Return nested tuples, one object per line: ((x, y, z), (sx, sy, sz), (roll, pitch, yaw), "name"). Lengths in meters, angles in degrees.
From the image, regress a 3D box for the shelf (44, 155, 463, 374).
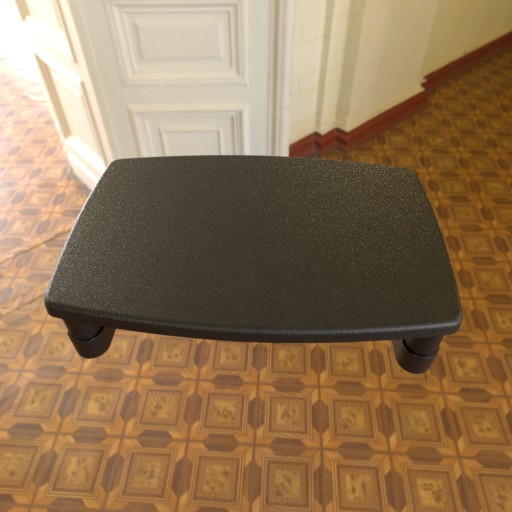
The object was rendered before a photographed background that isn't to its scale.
((0.000, 0.000, 0.525), (0.410, 0.100, 0.280), (2, 46, 2), "shelf")
